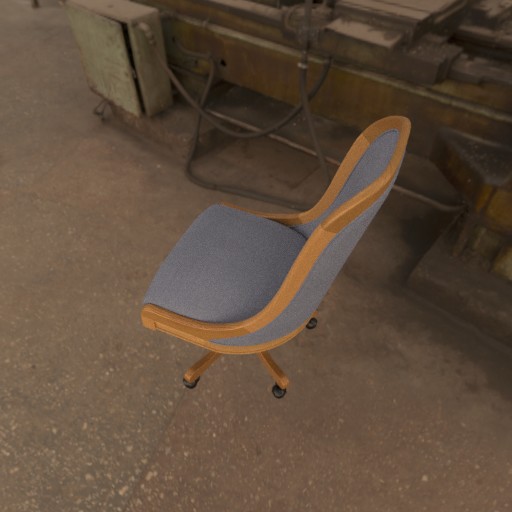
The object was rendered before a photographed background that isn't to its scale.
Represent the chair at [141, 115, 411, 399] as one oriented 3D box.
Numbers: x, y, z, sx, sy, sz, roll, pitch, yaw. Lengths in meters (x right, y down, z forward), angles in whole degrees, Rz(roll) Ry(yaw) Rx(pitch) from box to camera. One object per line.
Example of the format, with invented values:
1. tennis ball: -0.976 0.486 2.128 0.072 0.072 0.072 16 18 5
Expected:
1. chair: 0.000 0.000 1.464 0.735 1.031 0.605 16 48 15
